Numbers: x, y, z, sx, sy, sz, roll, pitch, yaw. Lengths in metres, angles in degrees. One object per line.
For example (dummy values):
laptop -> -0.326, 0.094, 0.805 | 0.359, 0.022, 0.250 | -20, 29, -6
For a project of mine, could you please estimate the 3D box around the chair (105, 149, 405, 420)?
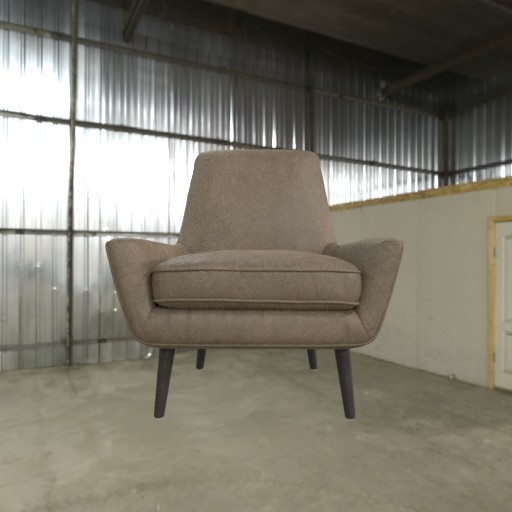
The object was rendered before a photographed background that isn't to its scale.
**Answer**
chair -> 0.000, 0.000, 1.543 | 0.787, 0.888, 0.824 | 0, 1, 1
